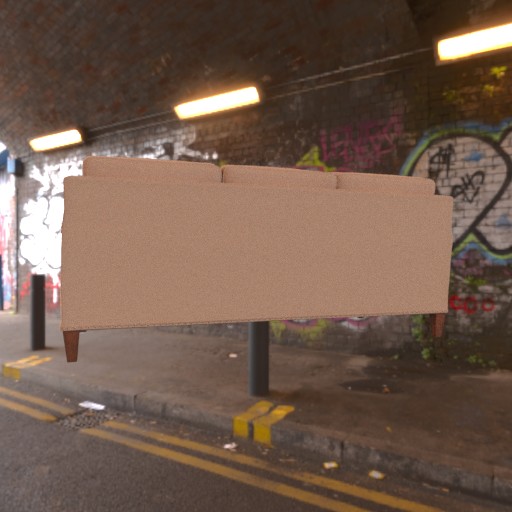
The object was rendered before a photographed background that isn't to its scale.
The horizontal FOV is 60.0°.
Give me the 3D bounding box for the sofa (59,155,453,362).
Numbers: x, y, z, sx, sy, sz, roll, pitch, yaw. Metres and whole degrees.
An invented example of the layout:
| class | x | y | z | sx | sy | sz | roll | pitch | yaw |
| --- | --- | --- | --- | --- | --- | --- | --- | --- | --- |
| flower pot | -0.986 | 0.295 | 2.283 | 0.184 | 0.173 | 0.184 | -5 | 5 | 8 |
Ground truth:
| class | x | y | z | sx | sy | sz | roll | pitch | yaw |
| --- | --- | --- | --- | --- | --- | --- | --- | --- | --- |
| sofa | 0.000 | 0.000 | 2.820 | 2.246 | 1.003 | 1.084 | 0 | 0 | -18 |
